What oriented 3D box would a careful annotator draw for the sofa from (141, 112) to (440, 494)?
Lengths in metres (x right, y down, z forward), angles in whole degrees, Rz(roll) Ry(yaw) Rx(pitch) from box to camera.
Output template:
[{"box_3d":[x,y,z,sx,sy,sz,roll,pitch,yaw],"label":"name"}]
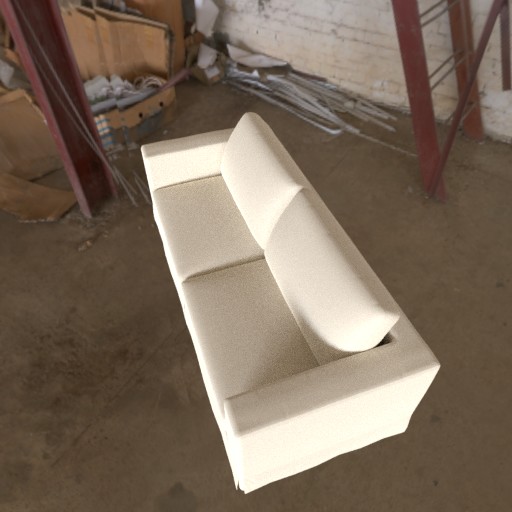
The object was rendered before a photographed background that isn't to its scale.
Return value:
[{"box_3d":[0.000,0.000,2.626,0.954,0.881,2.163,-15,48,-13],"label":"sofa"}]
